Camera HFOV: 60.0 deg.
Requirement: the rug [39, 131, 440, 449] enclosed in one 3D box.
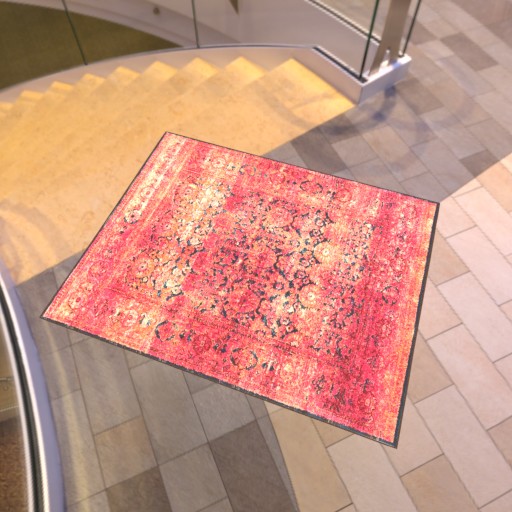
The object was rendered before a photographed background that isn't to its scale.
[{"bbox_3d":[0.000,0.000,4.075,3.032,0.020,2.411,17,59,10],"label":"rug"}]
